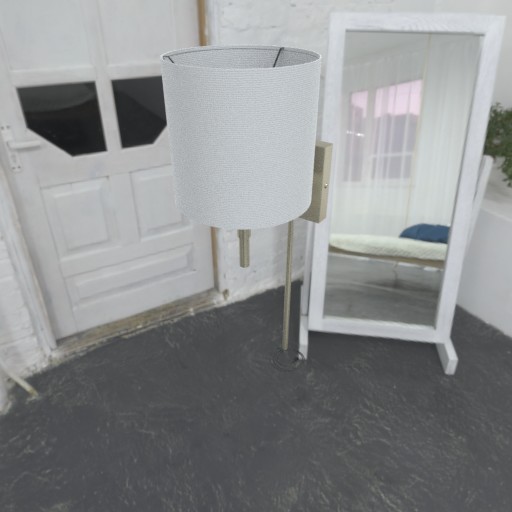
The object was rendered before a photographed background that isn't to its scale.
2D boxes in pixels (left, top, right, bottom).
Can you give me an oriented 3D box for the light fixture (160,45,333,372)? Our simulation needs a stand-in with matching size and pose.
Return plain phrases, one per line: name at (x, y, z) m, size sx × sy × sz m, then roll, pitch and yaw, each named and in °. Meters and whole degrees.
light fixture at (0.000, 0.000, 0.699) m, size 0.188 × 0.589 × 0.248 m, roll 21°, pitch 38°, yaw 29°
